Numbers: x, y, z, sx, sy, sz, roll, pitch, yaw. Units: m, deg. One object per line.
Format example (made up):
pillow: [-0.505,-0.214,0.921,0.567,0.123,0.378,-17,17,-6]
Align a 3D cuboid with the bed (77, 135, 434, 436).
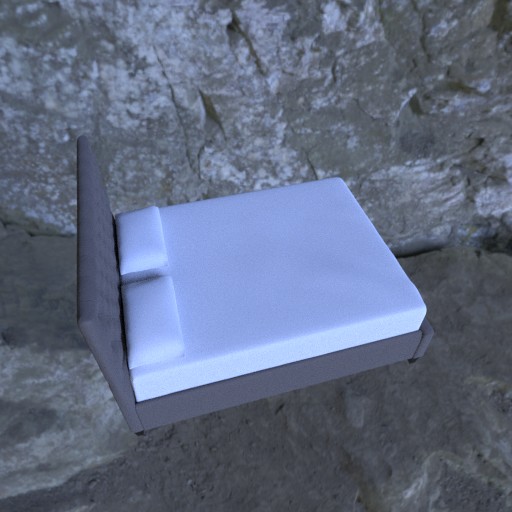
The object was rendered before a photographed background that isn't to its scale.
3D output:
bed: [0.000,0.000,3.339,2.233,1.426,1.696,-11,48,-10]
